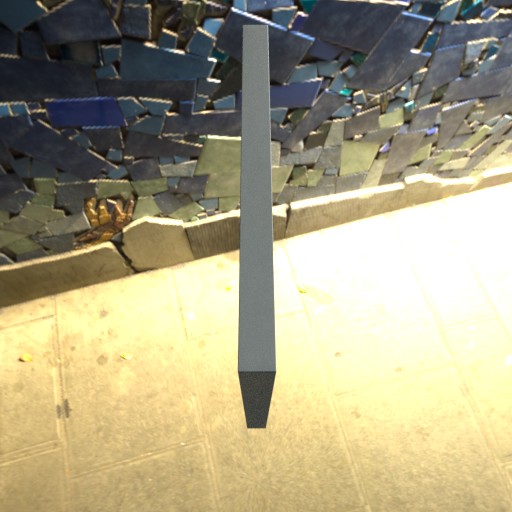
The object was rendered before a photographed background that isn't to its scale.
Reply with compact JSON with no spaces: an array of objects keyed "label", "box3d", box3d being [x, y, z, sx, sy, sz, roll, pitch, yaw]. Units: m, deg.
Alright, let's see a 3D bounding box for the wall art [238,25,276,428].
[{"label":"wall art","box3d":[0.000,0.000,0.766,0.037,0.508,0.508,0,63,0]}]
